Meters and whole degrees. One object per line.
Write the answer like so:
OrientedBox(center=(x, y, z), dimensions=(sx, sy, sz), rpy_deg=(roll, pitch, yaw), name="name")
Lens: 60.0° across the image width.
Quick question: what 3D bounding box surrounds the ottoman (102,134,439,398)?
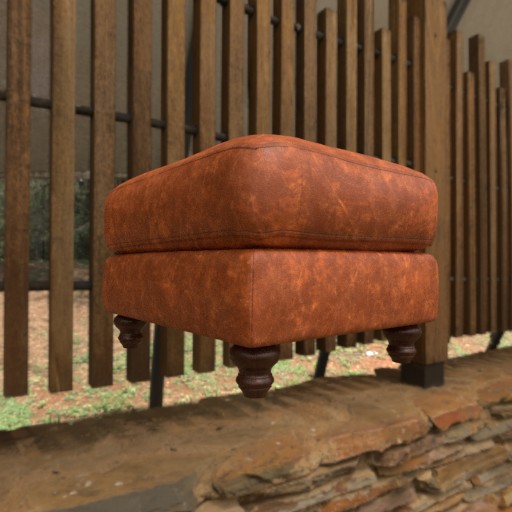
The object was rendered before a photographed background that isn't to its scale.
OrientedBox(center=(0.000, 0.000, 1.276), dimensions=(0.657, 0.562, 0.832), rpy_deg=(1, -1, -38), name="ottoman")
